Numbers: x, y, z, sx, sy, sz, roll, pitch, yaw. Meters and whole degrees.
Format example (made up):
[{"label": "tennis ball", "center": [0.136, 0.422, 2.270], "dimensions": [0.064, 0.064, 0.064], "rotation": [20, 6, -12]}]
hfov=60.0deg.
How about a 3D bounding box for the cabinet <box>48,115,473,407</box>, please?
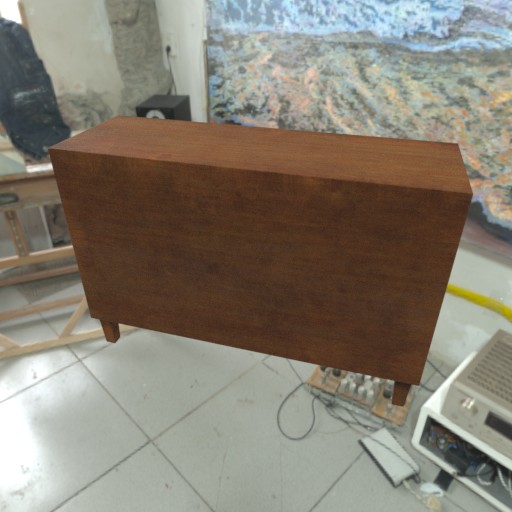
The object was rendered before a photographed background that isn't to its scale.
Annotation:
[{"label": "cabinet", "center": [0.000, 0.000, 1.584], "dimensions": [1.204, 0.805, 0.403], "rotation": [9, 33, 14]}]
